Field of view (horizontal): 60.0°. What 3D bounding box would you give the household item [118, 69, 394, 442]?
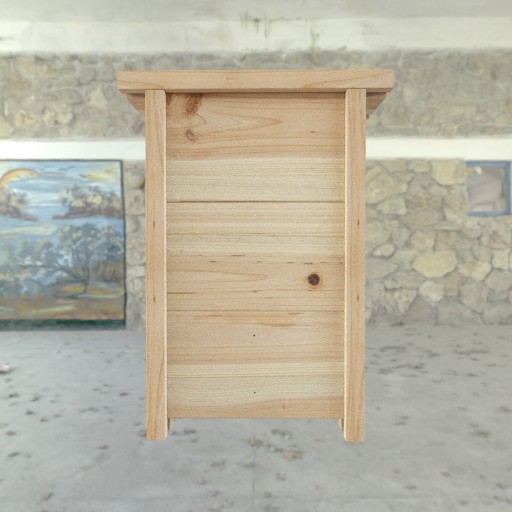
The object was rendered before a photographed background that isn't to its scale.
[{"bbox_3d":[0.000,0.000,0.546,0.301,0.407,0.123,0,1,1],"label":"household item"}]
